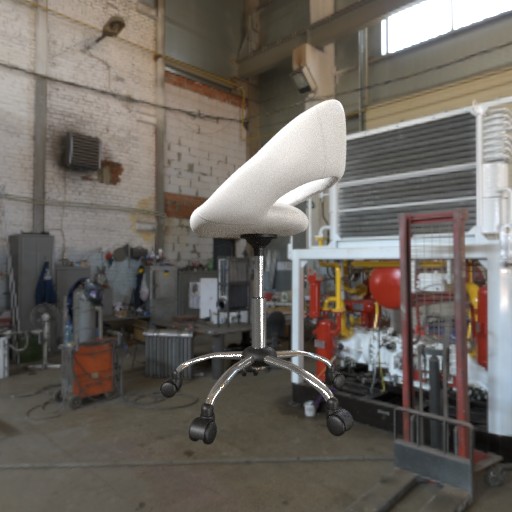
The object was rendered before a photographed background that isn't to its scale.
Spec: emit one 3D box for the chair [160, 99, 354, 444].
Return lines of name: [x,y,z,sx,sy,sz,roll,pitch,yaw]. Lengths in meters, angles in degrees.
chair: [0.000,0.000,1.209,0.538,0.791,0.612,0,-1,0]
